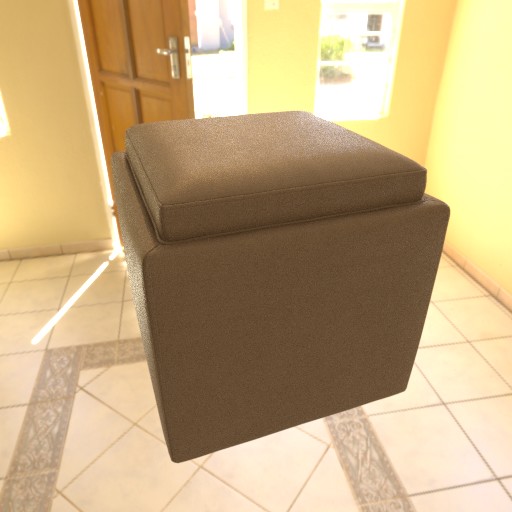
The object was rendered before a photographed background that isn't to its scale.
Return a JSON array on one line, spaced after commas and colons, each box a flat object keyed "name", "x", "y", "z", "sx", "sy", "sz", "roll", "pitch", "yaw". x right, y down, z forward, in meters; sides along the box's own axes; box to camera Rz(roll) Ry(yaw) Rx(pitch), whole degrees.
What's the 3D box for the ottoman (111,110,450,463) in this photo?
[{"name": "ottoman", "x": 0.000, "y": 0.000, "z": 0.816, "sx": 0.450, "sy": 0.460, "sz": 0.451, "roll": -10, "pitch": 31, "yaw": -18}]
